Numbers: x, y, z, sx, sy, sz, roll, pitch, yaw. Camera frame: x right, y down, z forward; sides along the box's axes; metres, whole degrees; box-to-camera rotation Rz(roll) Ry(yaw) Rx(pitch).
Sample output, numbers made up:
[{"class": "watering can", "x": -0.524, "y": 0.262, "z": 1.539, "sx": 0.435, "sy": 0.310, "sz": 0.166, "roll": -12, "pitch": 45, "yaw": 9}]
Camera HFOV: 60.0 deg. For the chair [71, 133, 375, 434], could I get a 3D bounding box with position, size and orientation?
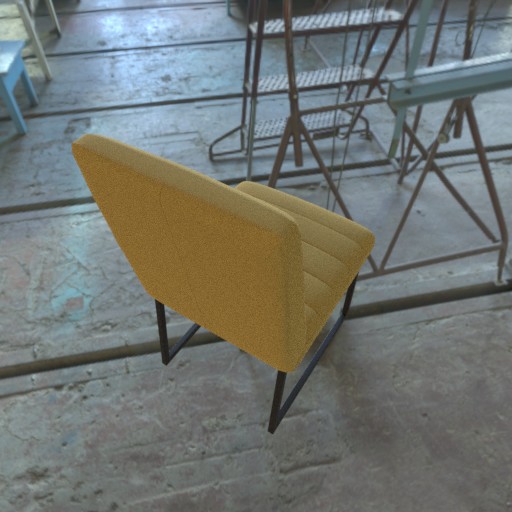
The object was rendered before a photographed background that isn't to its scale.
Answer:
[{"class": "chair", "x": 0.000, "y": 0.000, "z": 1.298, "sx": 0.520, "sy": 0.930, "sz": 0.634, "roll": 26, "pitch": 52, "yaw": 22}]
